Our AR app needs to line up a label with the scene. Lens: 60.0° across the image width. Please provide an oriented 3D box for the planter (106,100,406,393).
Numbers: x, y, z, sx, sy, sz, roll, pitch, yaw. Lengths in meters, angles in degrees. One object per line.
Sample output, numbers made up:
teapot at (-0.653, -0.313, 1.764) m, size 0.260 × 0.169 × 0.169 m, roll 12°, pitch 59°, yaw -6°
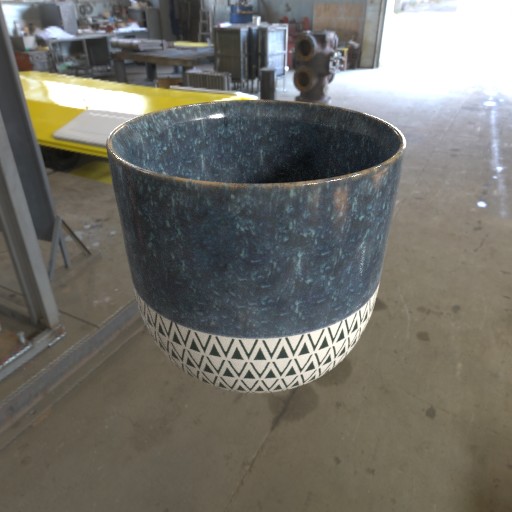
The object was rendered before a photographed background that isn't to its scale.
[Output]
planter at (0.000, 0.000, 0.477) m, size 0.266 × 0.270 × 0.266 m, roll 0°, pitch 31°, yaw 0°
